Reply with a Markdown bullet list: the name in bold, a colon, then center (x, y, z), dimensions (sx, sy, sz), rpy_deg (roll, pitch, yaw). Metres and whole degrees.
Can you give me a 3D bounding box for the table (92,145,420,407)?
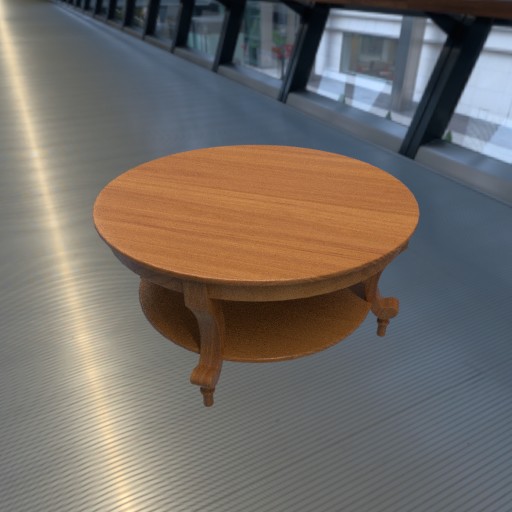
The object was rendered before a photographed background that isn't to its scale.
- **table**: center (0.000, 0.000, 1.581), dimensions (1.029, 0.490, 1.029), rpy_deg (0, 31, 0)
